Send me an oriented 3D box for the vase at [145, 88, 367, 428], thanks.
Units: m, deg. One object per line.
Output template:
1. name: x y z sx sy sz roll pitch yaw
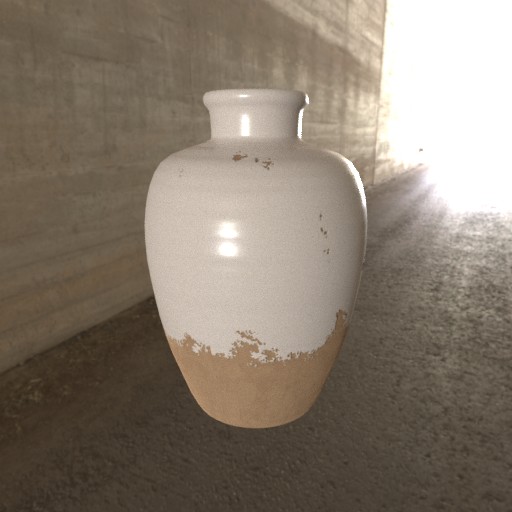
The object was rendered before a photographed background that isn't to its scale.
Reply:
1. vase: 0.000 0.000 0.330 0.158 0.228 0.158 0 16 0
